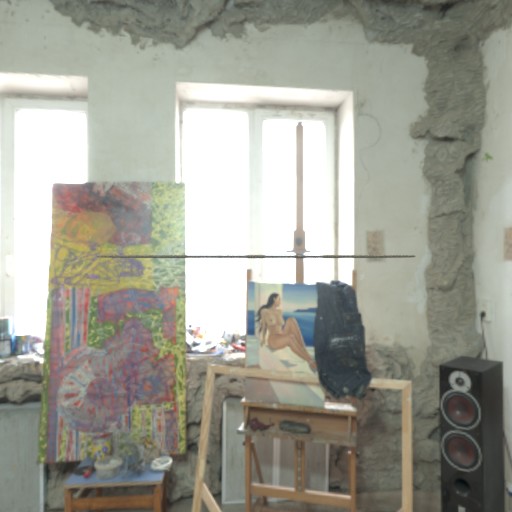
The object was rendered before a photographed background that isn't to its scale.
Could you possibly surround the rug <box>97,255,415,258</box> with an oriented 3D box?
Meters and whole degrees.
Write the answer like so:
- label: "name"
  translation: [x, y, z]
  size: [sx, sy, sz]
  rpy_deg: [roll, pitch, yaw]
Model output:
- label: "rug"
  translation: [0.000, 0.000, 3.517]
  size: [2.382, 0.014, 2.382]
  rpy_deg: [0, 0, 0]
